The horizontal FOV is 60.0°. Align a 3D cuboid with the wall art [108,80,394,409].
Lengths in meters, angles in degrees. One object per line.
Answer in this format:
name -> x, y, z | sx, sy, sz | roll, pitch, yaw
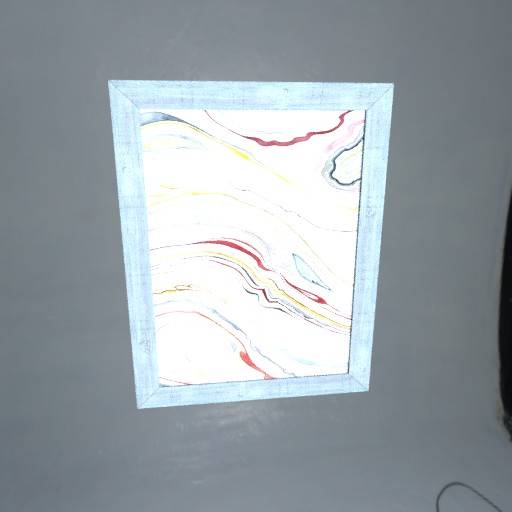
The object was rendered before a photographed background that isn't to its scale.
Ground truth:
wall art -> 0.000, 0.000, 0.838 | 0.481, 0.613, 0.020 | -2, 17, -7
